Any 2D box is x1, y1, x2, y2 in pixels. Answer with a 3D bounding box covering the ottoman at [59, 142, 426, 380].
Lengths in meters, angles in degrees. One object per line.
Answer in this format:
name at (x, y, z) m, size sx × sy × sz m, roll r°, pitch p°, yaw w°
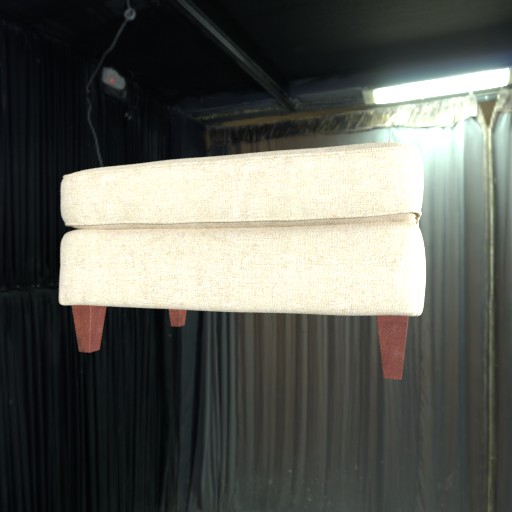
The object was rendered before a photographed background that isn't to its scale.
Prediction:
ottoman at (0.000, 0.000, 1.218) m, size 0.862 × 0.484 × 0.583 m, roll 0°, pitch 0°, yaw 19°
